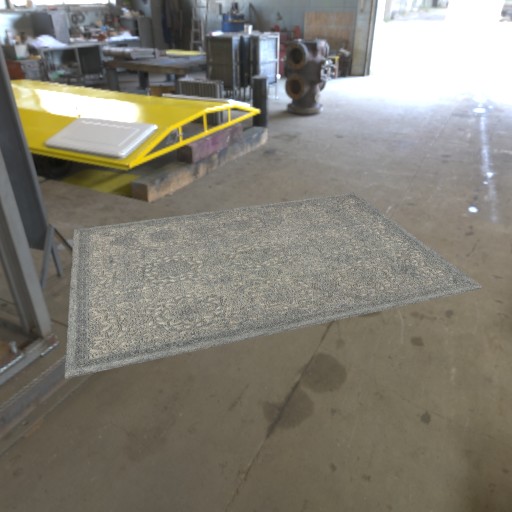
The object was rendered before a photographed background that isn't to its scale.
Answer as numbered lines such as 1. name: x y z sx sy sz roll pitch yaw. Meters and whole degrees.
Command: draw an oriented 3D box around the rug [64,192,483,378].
1. rug: 0.000 0.000 2.310 1.819 0.012 1.208 -9 32 -16
